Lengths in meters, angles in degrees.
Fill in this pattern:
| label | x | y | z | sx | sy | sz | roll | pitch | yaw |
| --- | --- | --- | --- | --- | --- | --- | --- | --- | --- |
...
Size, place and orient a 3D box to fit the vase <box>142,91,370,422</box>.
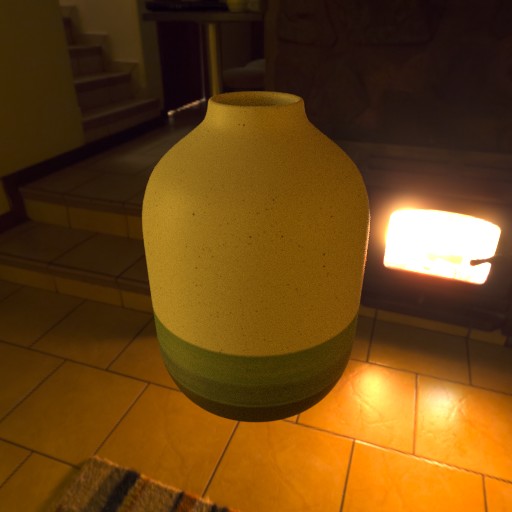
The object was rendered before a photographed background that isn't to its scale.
| label | x | y | z | sx | sy | sz | roll | pitch | yaw |
| --- | --- | --- | --- | --- | --- | --- | --- | --- | --- |
| vase | 0.000 | 0.000 | 0.354 | 0.169 | 0.240 | 0.169 | 0 | 29 | 0 |
